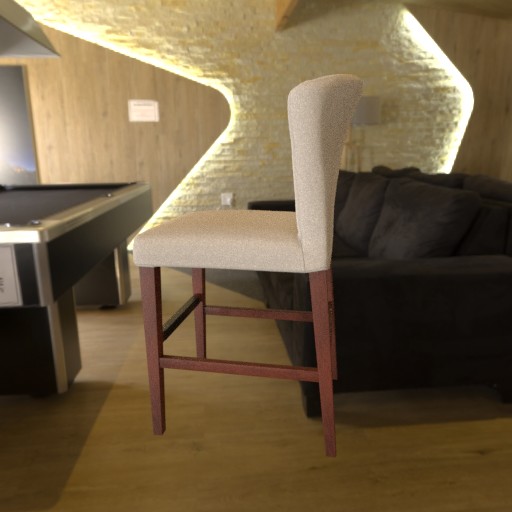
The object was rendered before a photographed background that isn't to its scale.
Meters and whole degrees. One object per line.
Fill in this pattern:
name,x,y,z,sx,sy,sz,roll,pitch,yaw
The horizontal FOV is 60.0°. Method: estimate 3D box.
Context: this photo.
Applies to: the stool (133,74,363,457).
stool,0.000,0.000,1.311,0.568,0.968,0.479,2,14,10
